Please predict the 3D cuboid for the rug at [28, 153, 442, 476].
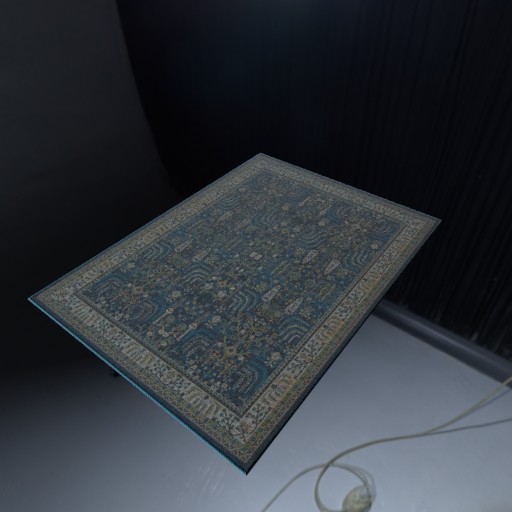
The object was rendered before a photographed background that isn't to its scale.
[{"bbox_3d":[0.000,0.000,3.912,2.226,0.015,3.044,27,48,28],"label":"rug"}]
